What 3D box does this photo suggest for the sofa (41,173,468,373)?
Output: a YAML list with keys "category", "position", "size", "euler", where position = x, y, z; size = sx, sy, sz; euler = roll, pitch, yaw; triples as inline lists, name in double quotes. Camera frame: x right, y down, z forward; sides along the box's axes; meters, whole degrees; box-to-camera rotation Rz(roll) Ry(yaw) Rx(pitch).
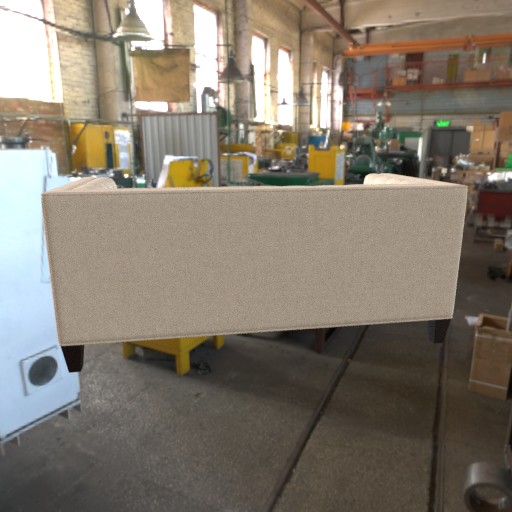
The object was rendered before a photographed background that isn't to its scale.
- category: "sofa"
  position: [0.000, 0.000, 2.262]
  size: [1.778, 0.762, 0.775]
  euler: [-2, 15, -9]
